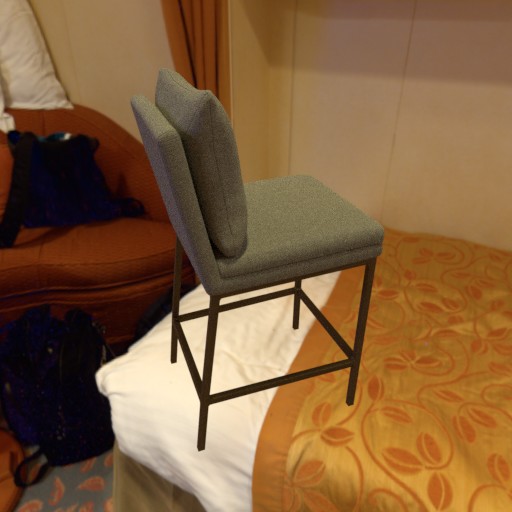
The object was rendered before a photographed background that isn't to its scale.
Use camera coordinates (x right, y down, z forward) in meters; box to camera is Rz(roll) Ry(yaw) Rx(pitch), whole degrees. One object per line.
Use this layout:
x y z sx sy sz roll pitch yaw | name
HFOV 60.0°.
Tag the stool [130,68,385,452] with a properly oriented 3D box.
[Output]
0.000 0.000 1.332 0.569 1.031 0.463 -11 32 -18 | stool
